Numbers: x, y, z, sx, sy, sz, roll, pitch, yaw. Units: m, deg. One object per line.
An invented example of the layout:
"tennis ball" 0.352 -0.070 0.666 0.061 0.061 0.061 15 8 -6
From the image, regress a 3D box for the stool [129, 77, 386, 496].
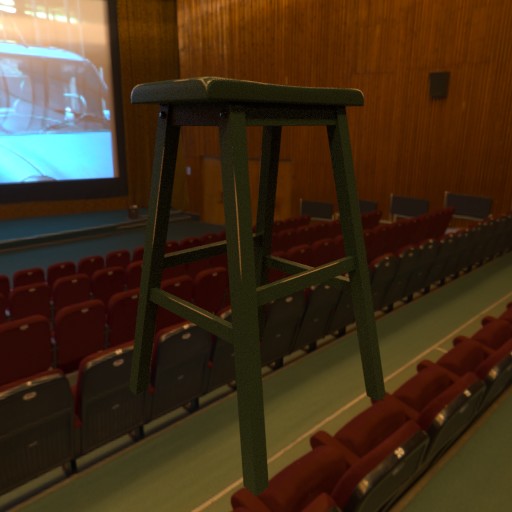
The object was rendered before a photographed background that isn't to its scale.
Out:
"stool" 0.000 0.000 1.032 0.457 0.737 0.476 -16 23 -42
